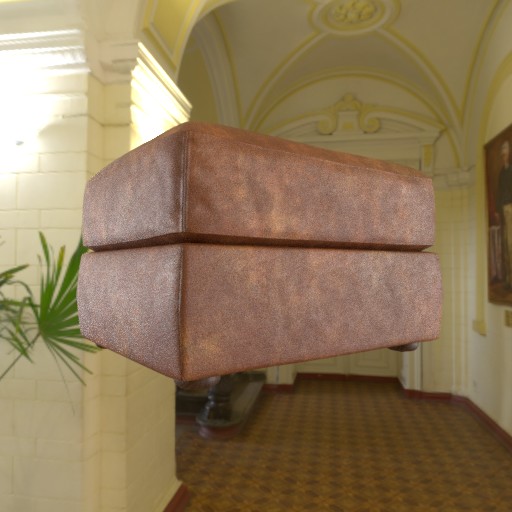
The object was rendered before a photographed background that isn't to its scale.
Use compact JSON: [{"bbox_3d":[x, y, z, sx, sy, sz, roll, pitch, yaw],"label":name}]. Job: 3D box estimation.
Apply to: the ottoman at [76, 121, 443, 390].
[{"bbox_3d":[0.000,0.000,1.130,0.751,0.476,0.603,1,-2,-36],"label":"ottoman"}]
